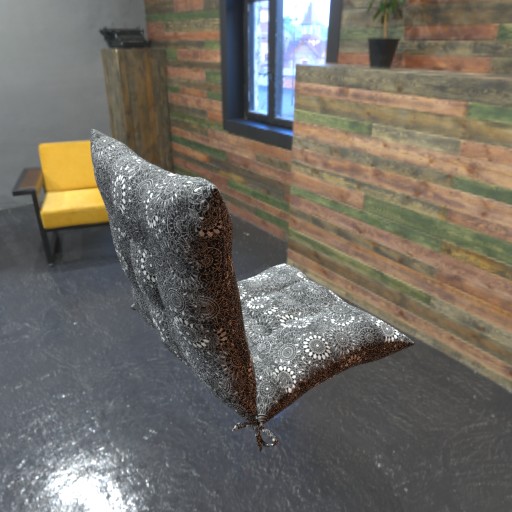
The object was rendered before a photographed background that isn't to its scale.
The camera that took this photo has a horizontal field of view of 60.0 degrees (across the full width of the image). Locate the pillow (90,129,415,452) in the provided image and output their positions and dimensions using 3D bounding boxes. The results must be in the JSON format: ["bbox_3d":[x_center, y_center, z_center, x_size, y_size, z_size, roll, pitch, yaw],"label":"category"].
[{"bbox_3d":[0.000,0.000,0.996,0.585,0.536,0.541,-17,31,-31],"label":"pillow"}]
